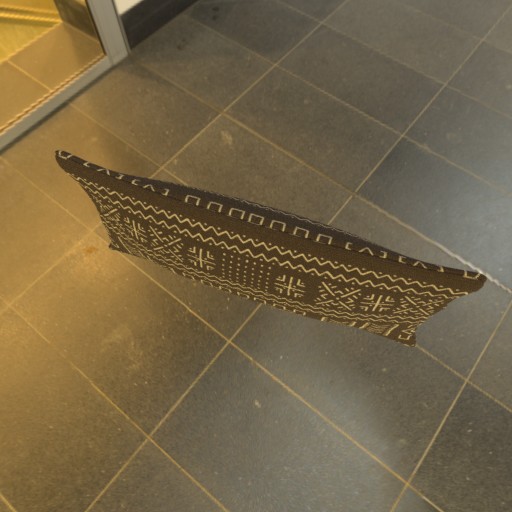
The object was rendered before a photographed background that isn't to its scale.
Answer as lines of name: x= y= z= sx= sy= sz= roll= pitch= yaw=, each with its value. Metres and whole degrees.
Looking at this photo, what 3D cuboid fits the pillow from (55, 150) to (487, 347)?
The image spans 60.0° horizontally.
pillow: x=0.000 y=0.000 z=0.779 sx=0.667 sy=0.322 sz=0.135 roll=17 pitch=65 yaw=8
